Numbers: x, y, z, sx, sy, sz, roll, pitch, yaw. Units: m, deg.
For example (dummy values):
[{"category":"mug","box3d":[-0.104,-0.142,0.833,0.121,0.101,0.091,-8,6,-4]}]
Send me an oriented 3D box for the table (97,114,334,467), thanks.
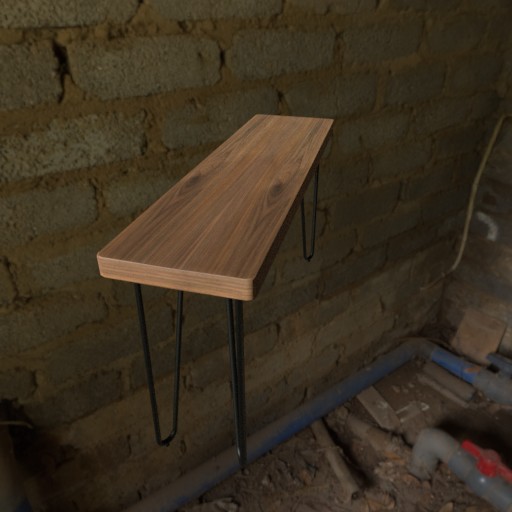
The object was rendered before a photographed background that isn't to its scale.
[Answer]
[{"category":"table","box3d":[0.000,0.000,1.932,0.425,0.834,1.570,8,32,13]}]
